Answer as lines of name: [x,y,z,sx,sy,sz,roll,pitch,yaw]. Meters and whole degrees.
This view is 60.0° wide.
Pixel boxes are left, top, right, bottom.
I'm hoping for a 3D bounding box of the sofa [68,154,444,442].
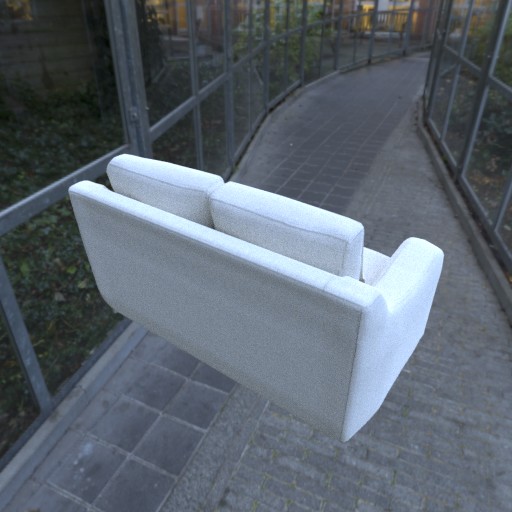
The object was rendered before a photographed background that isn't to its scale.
sofa: [0.000,0.000,2.396,1.744,1.047,1.040,21,37,31]
